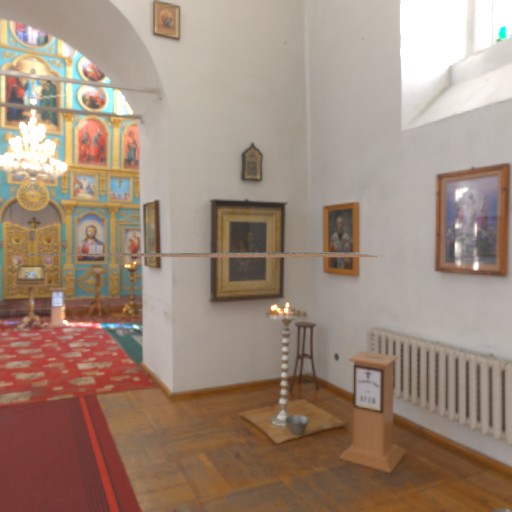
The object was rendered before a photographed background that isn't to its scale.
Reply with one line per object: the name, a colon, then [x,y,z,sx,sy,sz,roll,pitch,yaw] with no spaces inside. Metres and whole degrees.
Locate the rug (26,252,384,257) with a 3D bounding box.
rug: [0.000,0.000,2.926,1.521,0.006,2.283,0,0,19]
